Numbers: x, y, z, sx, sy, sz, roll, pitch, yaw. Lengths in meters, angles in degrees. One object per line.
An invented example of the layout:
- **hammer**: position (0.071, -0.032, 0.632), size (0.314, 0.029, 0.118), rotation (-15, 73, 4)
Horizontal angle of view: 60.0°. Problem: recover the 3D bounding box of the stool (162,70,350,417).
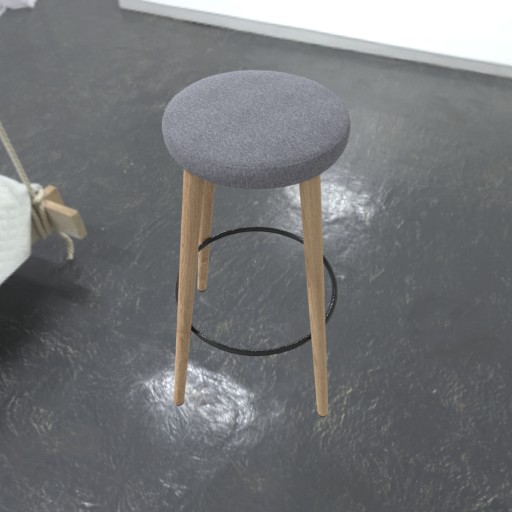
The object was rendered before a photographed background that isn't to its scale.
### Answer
- **stool**: position (0.000, 0.000, 1.018), size (0.410, 0.770, 0.410), rotation (3, 48, 3)
